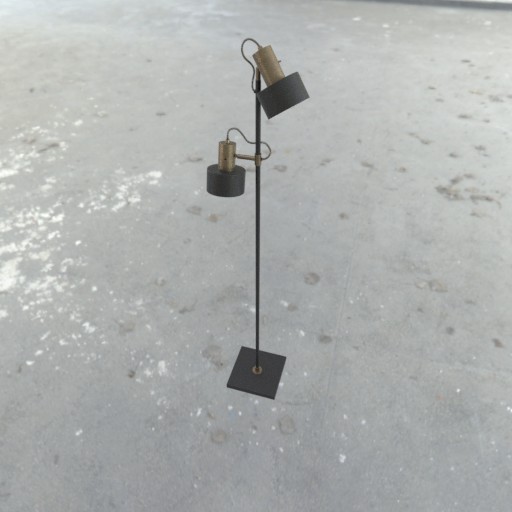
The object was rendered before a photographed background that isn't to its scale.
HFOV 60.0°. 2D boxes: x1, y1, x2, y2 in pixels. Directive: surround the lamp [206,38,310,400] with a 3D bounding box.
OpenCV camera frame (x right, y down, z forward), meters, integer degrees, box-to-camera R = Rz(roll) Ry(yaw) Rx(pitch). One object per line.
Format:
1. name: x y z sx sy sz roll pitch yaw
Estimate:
1. lamp: 0.000 0.000 1.647 0.315 1.505 0.233 11 42 12
